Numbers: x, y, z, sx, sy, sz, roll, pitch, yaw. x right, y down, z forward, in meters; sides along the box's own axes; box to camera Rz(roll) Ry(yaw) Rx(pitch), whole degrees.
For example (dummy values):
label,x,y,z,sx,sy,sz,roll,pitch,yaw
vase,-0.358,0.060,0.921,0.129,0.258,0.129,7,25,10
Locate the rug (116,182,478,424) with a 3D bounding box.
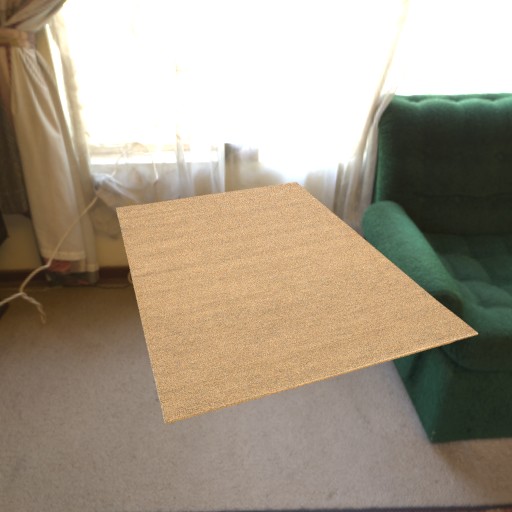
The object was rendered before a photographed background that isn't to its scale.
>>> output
label,x,y,z,sx,sy,sz,roll,pitch,yaw
rug,0.000,0.000,2.957,1.624,0.030,2.264,-11,32,-17
